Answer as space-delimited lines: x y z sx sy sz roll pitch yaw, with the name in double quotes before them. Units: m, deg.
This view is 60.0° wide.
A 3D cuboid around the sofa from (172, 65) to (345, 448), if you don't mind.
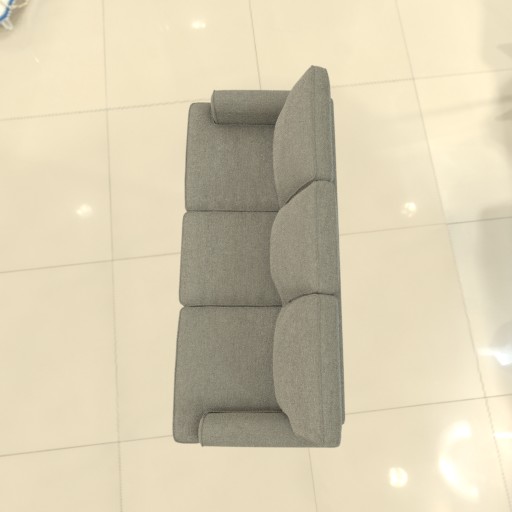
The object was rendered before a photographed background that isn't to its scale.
"sofa" 0.000 0.000 2.703 0.951 0.965 2.158 0 76 0
